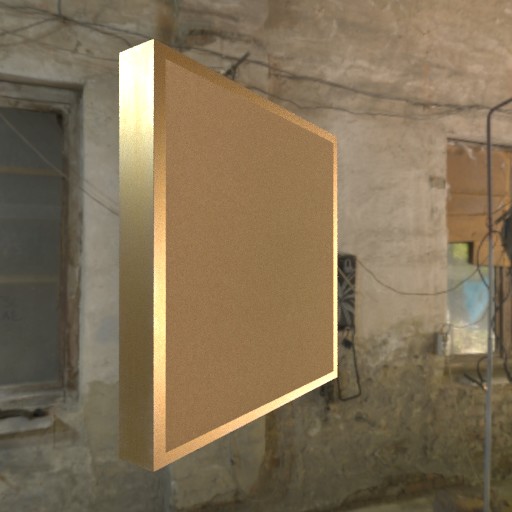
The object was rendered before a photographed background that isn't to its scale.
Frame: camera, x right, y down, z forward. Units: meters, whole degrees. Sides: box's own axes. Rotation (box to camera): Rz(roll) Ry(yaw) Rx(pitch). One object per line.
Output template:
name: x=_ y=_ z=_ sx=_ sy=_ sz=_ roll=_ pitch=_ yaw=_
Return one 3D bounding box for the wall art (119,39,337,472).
wall art: x=0.000 y=0.000 z=0.447 sx=0.038 sy=0.305 sz=0.306 roll=0 pitch=0 yaw=35
